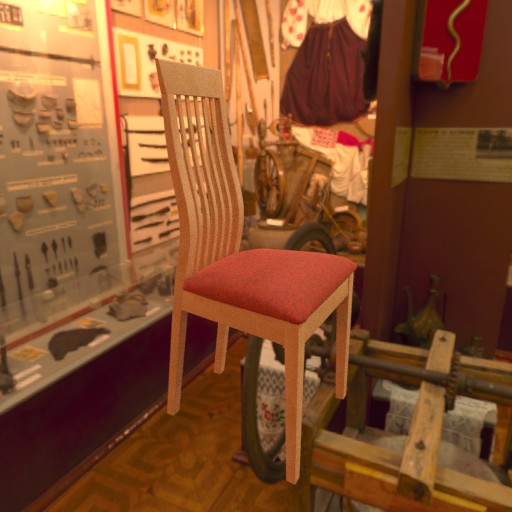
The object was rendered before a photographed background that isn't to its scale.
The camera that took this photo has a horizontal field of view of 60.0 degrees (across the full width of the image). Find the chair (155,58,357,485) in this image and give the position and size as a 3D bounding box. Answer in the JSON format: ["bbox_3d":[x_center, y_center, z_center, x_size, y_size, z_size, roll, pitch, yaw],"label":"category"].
[{"bbox_3d":[0.000,0.000,1.258,0.474,1.027,0.460,9,19,27],"label":"chair"}]
